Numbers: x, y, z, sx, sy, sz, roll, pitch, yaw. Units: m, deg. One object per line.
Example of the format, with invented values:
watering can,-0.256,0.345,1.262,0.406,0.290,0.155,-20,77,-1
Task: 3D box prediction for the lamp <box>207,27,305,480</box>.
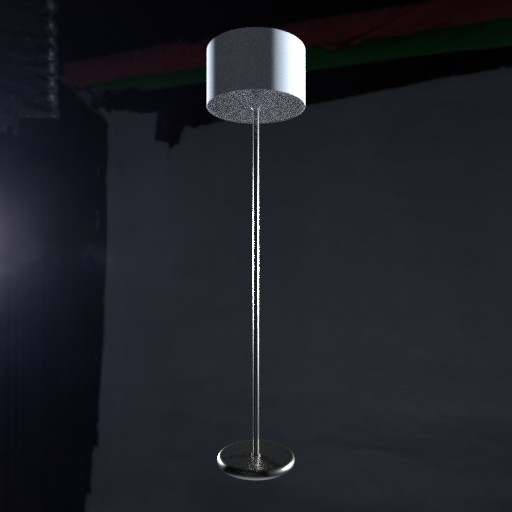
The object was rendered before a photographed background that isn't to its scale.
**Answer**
lamp,0.000,0.000,1.563,0.347,1.443,0.347,0,-1,16
